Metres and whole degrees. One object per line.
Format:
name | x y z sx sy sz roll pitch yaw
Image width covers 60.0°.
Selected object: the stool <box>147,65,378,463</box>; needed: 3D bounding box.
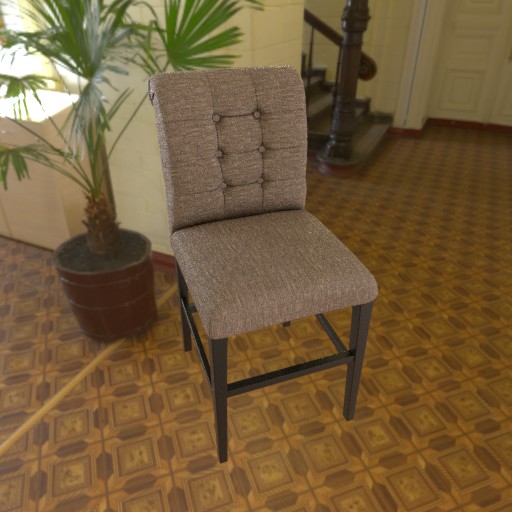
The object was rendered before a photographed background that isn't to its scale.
stool | 0.000 0.000 1.319 0.457 0.970 0.611 -11 33 -17
